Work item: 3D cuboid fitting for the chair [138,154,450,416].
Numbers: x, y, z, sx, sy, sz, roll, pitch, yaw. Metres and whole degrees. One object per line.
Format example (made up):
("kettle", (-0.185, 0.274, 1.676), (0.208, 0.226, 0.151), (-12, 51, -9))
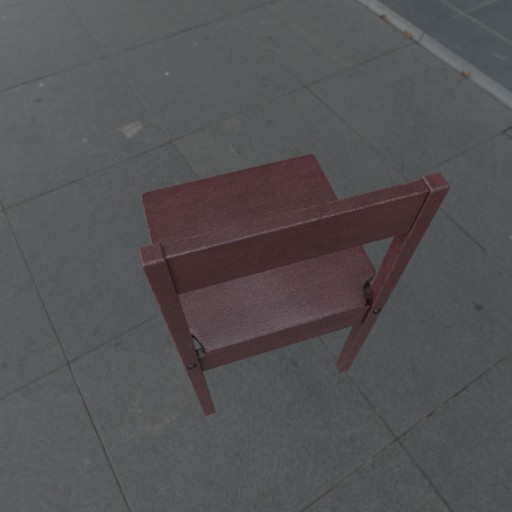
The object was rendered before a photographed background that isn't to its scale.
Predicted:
("chair", (0.000, 0.000, 0.850), (0.367, 0.668, 0.361), (-15, 59, -9))
